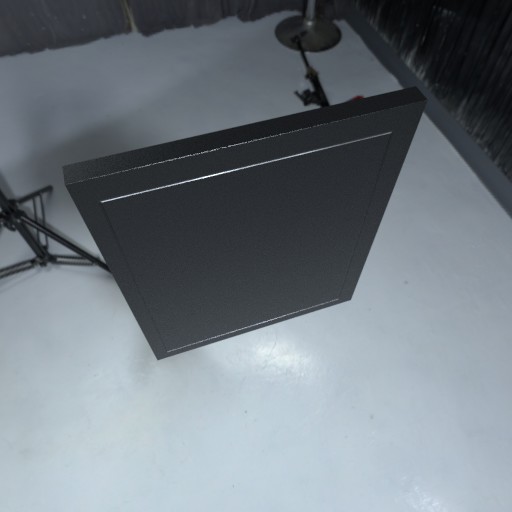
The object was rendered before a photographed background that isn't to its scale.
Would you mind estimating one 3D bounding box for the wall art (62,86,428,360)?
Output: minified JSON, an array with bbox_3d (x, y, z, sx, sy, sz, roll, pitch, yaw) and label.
[{"bbox_3d":[0.000,0.000,0.777,0.461,0.558,0.031,-16,58,-10],"label":"wall art"}]
